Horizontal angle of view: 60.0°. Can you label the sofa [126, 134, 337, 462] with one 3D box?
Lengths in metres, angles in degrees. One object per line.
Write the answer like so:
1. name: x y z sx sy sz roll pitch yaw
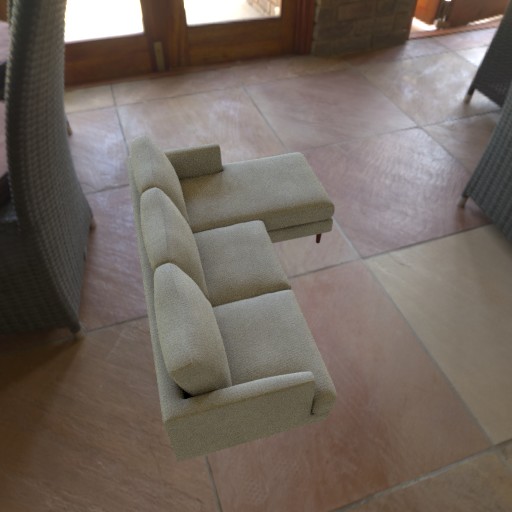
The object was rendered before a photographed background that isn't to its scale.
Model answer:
1. sofa: 0.000 0.000 3.043 1.504 0.956 2.233 -12 48 -11
